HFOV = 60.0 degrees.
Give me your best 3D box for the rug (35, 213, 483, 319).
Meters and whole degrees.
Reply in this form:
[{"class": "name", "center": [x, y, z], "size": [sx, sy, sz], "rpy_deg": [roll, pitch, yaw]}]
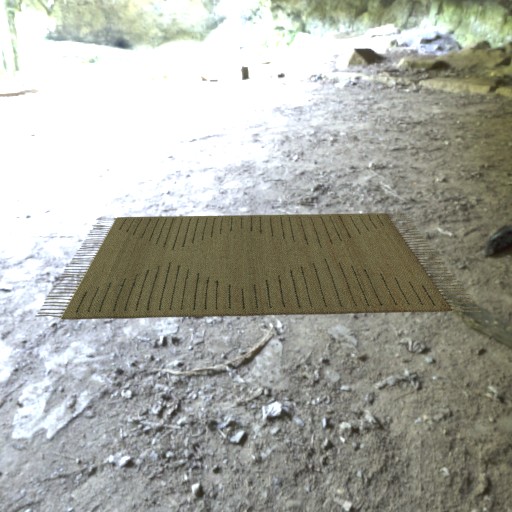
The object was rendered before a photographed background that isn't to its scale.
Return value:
[{"class": "rug", "center": [0.000, 0.000, 2.058], "size": [1.718, 0.017, 0.905], "rpy_deg": [-1, 30, -2]}]
